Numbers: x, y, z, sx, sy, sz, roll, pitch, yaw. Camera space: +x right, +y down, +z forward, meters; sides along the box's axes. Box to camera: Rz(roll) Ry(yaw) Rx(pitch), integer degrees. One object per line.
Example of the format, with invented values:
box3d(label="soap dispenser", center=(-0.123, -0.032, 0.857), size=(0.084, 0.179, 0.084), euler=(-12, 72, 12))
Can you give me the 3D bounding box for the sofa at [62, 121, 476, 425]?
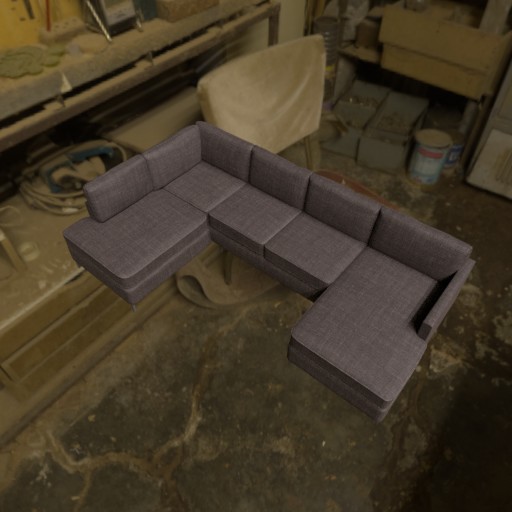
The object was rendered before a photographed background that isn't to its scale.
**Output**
box3d(label="sofa", center=(0.000, 0.000, 4.262), size=(3.423, 0.999, 2.048), euler=(31, 54, 26))
